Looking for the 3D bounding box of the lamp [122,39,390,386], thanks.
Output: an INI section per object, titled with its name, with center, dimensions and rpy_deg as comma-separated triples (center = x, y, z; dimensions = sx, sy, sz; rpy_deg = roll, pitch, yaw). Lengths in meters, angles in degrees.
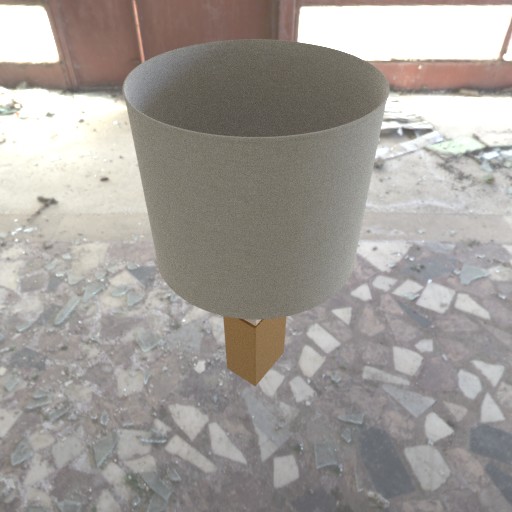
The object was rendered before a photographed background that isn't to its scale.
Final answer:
[lamp]
center = 0.000, 0.000, 0.527
dimensions = 0.229, 0.417, 0.229
rpy_deg = 26, 48, 26
